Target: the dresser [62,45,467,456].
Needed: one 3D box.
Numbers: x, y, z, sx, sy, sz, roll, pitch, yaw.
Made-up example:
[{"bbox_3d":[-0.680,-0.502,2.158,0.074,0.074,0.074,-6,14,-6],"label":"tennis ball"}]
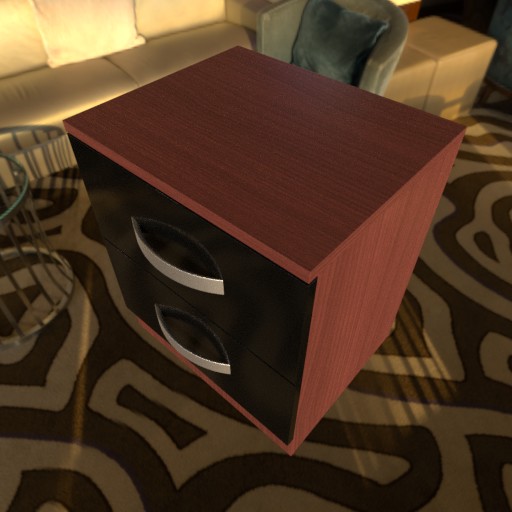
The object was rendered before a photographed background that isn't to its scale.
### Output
[{"bbox_3d":[0.000,0.000,0.731,0.400,0.470,0.360,33,54,27],"label":"dresser"}]
